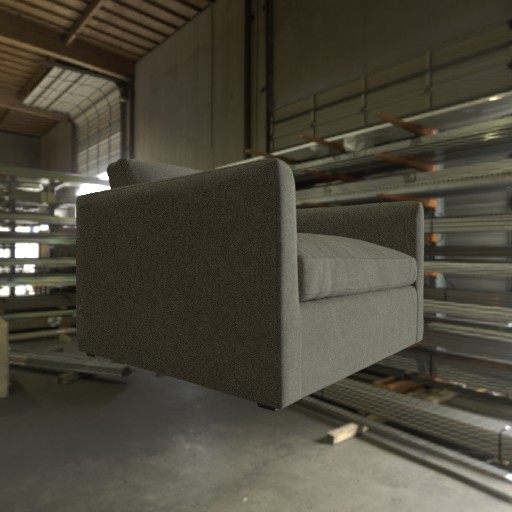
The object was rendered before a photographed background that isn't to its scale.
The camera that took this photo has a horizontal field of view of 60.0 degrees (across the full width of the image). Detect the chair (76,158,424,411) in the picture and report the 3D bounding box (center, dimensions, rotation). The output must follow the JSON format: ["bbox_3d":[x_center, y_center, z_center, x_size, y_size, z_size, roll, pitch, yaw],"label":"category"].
[{"bbox_3d":[0.000,0.000,1.890,1.091,0.845,1.190,0,0,37],"label":"chair"}]
